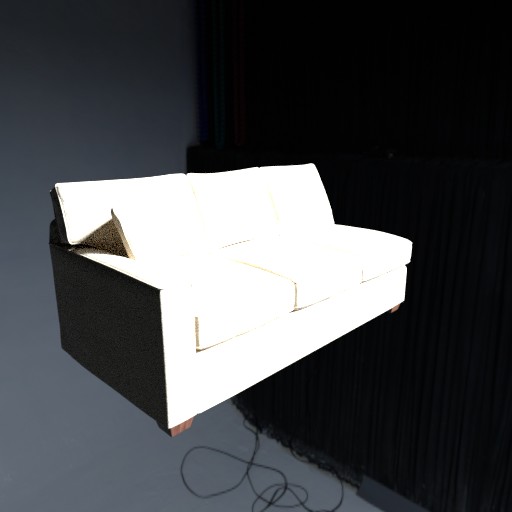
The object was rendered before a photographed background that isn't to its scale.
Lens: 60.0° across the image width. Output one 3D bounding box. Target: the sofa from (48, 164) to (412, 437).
[{"bbox_3d":[0.000,0.000,2.586,1.034,0.946,1.962,15,21,42],"label":"sofa"}]
